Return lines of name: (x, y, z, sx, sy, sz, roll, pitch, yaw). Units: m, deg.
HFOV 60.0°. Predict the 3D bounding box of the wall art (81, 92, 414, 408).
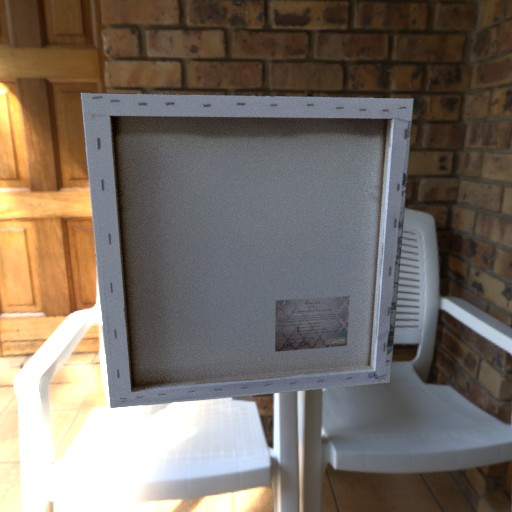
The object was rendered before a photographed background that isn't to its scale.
wall art: (0.000, 0.000, 0.892, 0.609, 0.607, 0.036, -2, 15, -9)
